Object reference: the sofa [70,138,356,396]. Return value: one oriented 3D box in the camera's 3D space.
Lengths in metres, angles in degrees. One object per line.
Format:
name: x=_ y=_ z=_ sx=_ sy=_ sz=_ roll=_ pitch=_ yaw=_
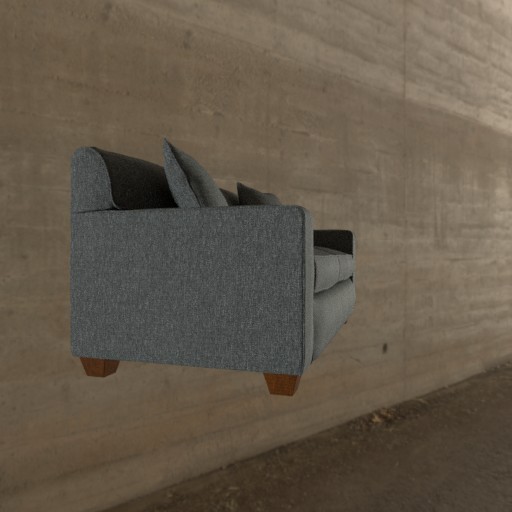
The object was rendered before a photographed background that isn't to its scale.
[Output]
sofa: x=0.000 y=0.000 z=2.478 sx=0.998 sy=0.958 sz=1.846 roll=0 pitch=0 yaw=18
